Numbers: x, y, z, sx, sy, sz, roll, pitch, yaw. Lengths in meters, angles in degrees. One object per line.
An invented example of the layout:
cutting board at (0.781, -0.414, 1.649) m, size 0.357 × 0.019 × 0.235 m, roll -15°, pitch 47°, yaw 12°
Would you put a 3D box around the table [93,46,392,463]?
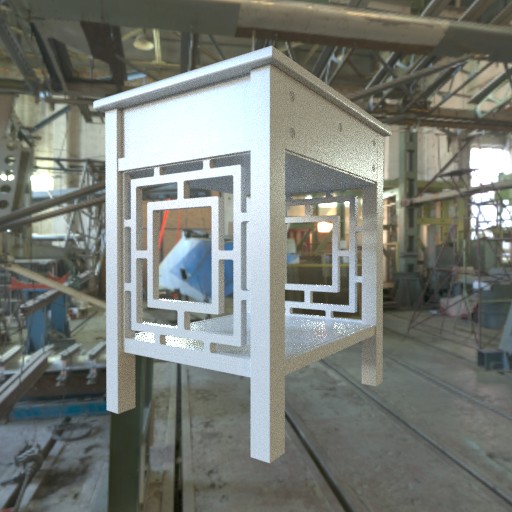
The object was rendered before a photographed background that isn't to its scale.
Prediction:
table at (0.000, 0.000, 1.031) m, size 0.451 × 0.646 × 0.564 m, roll 1°, pitch 1°, yaw 35°
